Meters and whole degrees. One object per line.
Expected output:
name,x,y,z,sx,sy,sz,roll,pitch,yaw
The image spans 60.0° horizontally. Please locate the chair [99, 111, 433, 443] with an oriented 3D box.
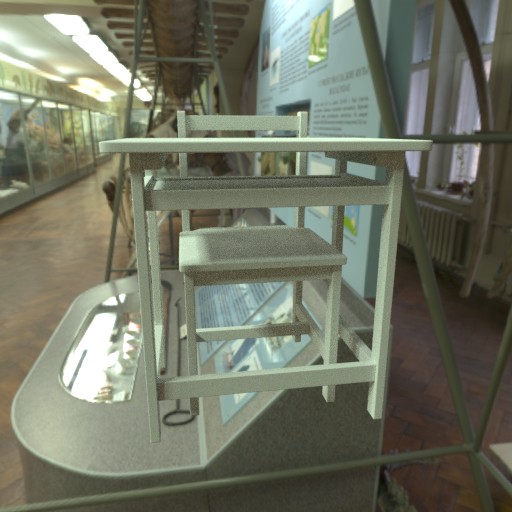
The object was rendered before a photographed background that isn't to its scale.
chair,0.000,0.000,1.058,0.599,0.673,0.461,-3,16,-9
